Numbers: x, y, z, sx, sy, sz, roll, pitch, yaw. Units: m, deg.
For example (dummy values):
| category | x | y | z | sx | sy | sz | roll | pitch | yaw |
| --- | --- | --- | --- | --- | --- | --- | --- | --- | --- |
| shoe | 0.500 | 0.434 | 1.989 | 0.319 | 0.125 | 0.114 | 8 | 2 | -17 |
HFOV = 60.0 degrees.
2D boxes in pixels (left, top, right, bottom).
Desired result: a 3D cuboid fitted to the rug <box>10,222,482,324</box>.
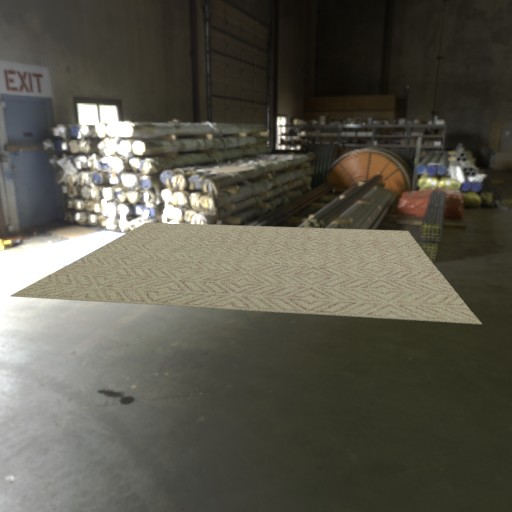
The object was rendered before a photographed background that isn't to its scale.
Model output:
| category | x | y | z | sx | sy | sz | roll | pitch | yaw |
| --- | --- | --- | --- | --- | --- | --- | --- | --- | --- |
| rug | 0.000 | 0.000 | 3.963 | 3.045 | 0.008 | 2.421 | 2 | 17 | 8 |
